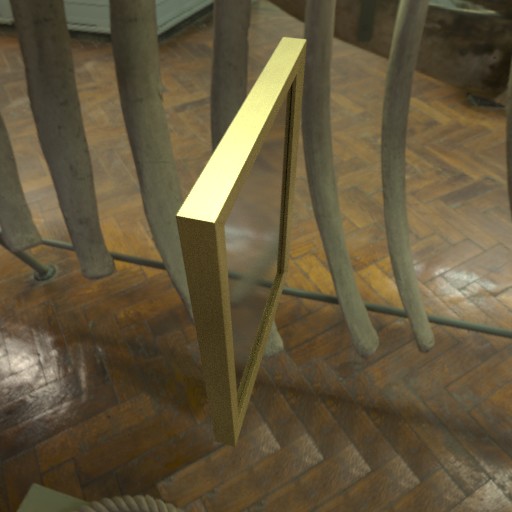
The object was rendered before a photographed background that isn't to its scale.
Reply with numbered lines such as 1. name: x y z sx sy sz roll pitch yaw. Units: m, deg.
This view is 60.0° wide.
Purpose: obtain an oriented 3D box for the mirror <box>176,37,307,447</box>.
1. mirror: 0.000 0.000 0.694 0.041 0.508 0.405 11 48 10
